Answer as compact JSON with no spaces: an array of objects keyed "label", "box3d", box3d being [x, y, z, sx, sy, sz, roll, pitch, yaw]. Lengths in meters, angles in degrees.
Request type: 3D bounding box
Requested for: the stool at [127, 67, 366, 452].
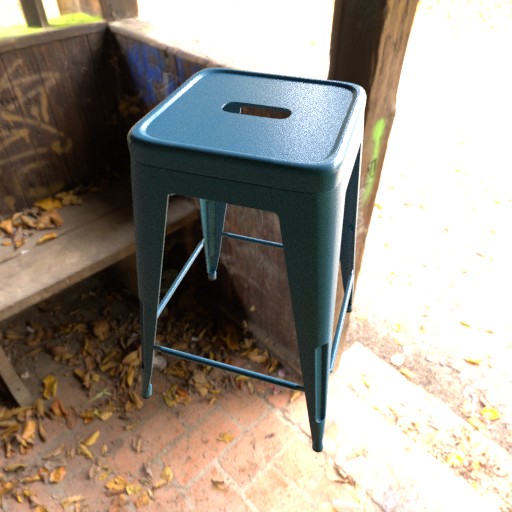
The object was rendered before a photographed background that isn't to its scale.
[{"label":"stool","box3d":[0.000,0.000,0.879,0.410,0.608,0.410,12,43,13]}]
